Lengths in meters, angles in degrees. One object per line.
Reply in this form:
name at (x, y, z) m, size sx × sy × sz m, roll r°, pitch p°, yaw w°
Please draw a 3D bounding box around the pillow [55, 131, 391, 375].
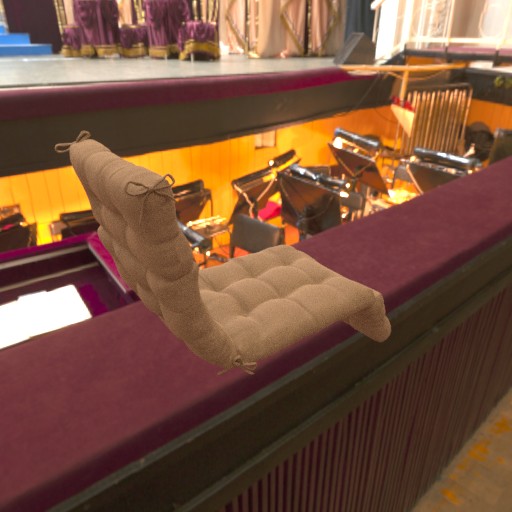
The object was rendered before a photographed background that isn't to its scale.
pillow at (0.000, 0.000, 1.492) m, size 1.016 × 0.863 × 0.526 m, roll -19°, pitch 33°, yaw -32°
